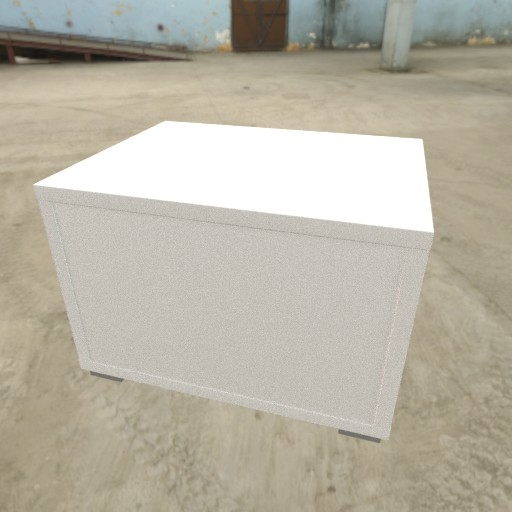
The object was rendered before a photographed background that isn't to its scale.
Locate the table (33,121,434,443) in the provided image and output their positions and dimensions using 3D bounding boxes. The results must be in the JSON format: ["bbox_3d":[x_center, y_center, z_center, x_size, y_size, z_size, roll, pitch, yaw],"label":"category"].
[{"bbox_3d":[0.000,0.000,0.794,0.517,0.357,0.399,8,31,14],"label":"table"}]
